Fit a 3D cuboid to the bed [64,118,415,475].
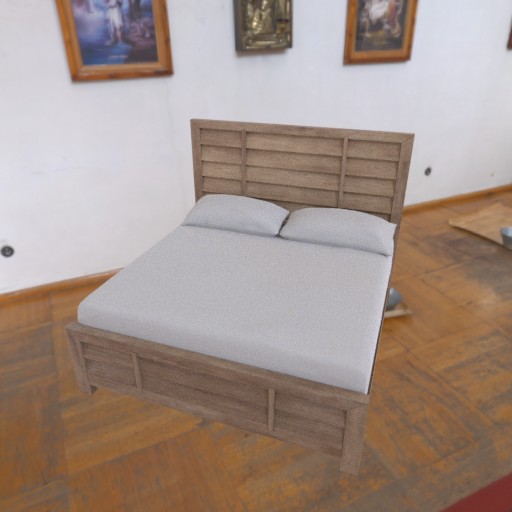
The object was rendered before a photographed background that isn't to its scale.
[{"bbox_3d":[0.000,0.000,3.451,2.032,1.626,2.062,9,28,18],"label":"bed"}]
